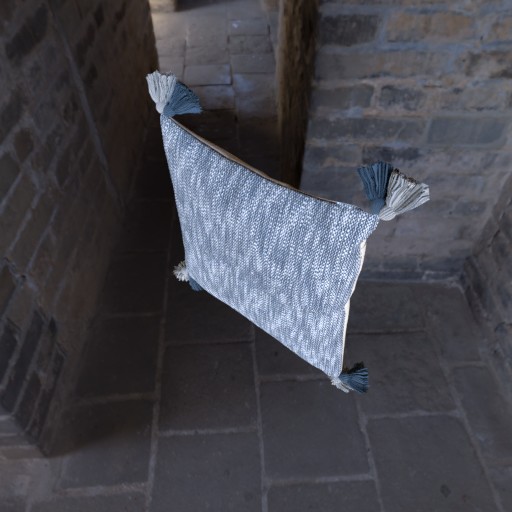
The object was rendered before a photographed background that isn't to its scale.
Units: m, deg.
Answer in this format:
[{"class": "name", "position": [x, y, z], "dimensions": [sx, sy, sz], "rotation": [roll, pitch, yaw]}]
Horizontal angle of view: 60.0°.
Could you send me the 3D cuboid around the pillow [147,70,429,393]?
[{"class": "pillow", "position": [0.000, 0.000, 0.927], "dimensions": [0.614, 0.634, 0.138], "rotation": [31, 55, 26]}]
